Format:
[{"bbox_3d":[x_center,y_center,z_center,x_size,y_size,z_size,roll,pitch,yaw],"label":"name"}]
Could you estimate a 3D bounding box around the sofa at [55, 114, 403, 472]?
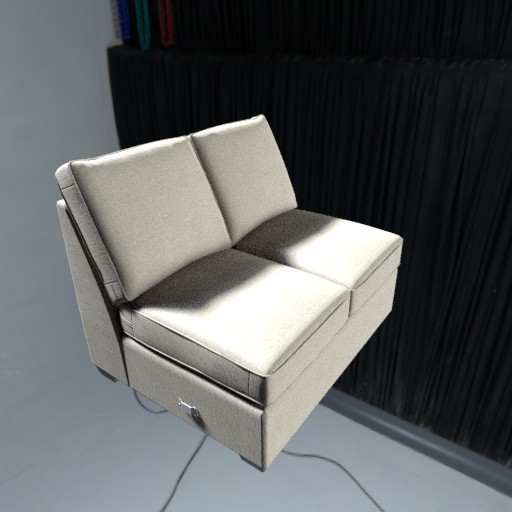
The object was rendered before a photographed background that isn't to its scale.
[{"bbox_3d":[0.000,0.000,1.994,0.978,1.006,1.232,18,32,31],"label":"sofa"}]
